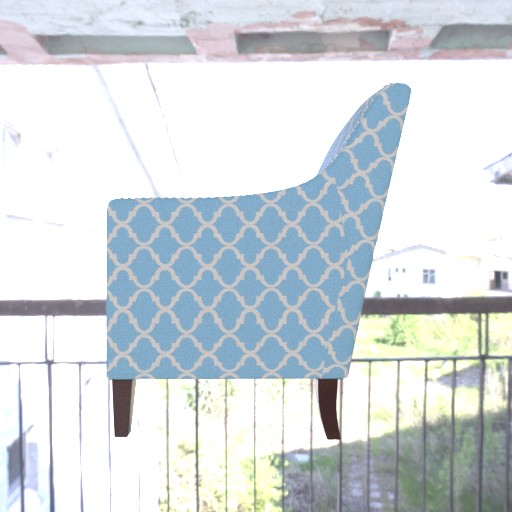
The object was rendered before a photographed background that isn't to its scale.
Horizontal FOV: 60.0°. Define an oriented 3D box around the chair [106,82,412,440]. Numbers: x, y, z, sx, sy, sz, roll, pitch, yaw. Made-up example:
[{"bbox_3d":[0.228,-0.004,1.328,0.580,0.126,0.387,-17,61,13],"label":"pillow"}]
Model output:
[{"bbox_3d":[0.000,0.000,1.285,0.686,0.817,0.617,0,0,-1],"label":"chair"}]
